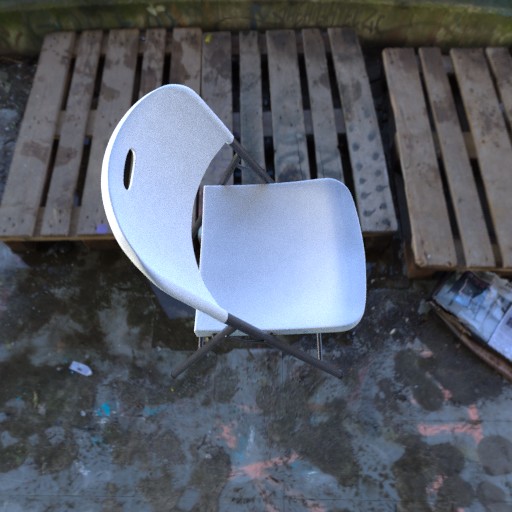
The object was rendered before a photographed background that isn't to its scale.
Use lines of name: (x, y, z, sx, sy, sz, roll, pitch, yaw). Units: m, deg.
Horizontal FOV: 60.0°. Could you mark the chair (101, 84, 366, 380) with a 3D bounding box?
chair: (0.000, 0.000, 1.174, 0.566, 0.810, 0.494, 0, 64, 0)
